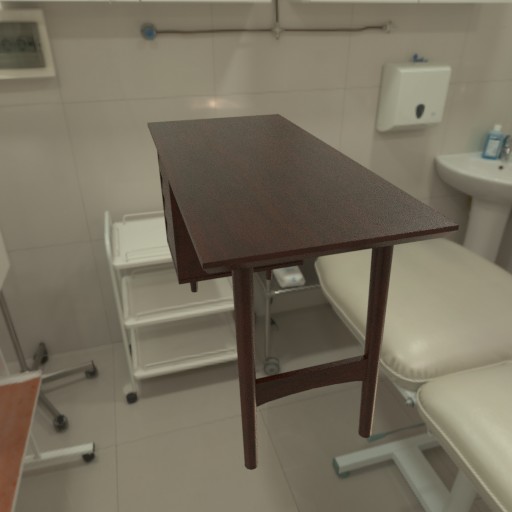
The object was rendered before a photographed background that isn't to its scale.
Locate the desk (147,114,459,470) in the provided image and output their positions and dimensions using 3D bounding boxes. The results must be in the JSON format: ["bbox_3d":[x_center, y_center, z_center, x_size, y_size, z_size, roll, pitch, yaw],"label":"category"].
[{"bbox_3d":[0.000,0.000,1.683,0.612,0.758,1.277,-9,31,-15],"label":"desk"}]
